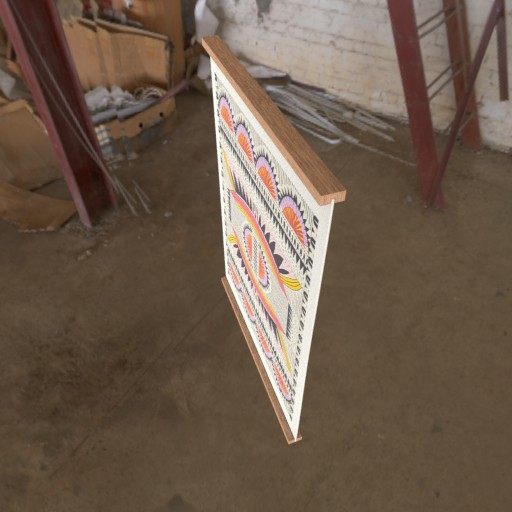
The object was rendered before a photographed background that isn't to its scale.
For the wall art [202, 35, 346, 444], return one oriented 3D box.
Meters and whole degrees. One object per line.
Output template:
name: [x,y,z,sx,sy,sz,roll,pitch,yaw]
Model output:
wall art: [0.000,0.000,0.804,0.028,0.609,0.456,-14,47,-14]
